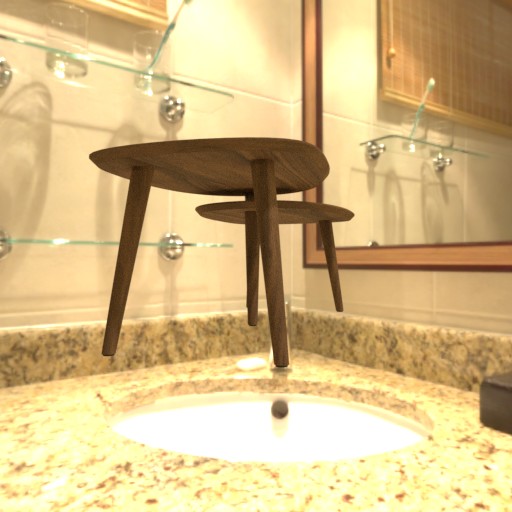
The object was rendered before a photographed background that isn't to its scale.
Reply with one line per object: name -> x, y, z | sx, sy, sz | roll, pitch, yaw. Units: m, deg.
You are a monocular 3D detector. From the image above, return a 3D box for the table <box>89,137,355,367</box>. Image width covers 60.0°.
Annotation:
table -> 0.000, 0.000, 1.350 | 0.527, 0.429, 1.084 | 0, 0, 18
